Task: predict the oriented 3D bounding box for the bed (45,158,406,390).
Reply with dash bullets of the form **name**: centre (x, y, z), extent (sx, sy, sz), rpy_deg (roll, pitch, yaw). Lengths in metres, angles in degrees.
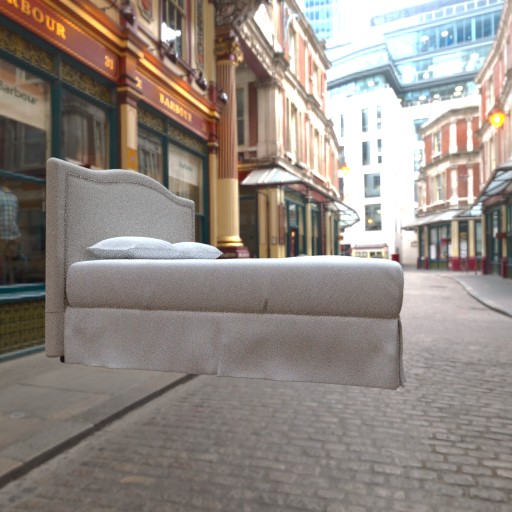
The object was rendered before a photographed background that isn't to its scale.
- **bed**: centre (0.000, 0.000, 3.481), extent (2.182, 1.421, 2.083), rpy_deg (0, -1, 17)
